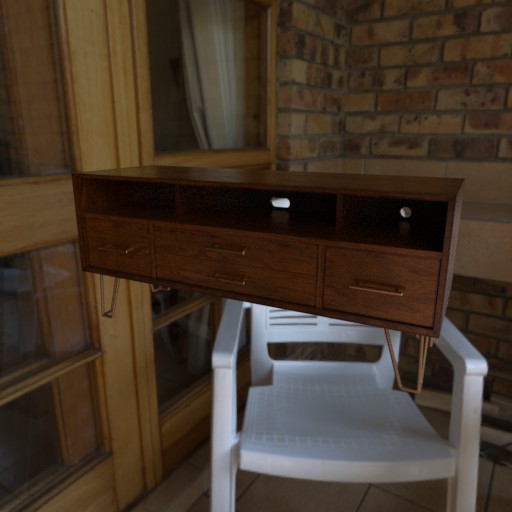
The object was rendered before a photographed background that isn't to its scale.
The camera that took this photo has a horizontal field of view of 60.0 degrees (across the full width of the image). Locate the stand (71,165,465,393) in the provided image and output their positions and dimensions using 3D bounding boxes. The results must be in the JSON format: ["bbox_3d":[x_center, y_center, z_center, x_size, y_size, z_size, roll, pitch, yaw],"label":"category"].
[{"bbox_3d":[0.000,0.000,1.701,1.372,0.610,0.481,8,18,26],"label":"stand"}]
